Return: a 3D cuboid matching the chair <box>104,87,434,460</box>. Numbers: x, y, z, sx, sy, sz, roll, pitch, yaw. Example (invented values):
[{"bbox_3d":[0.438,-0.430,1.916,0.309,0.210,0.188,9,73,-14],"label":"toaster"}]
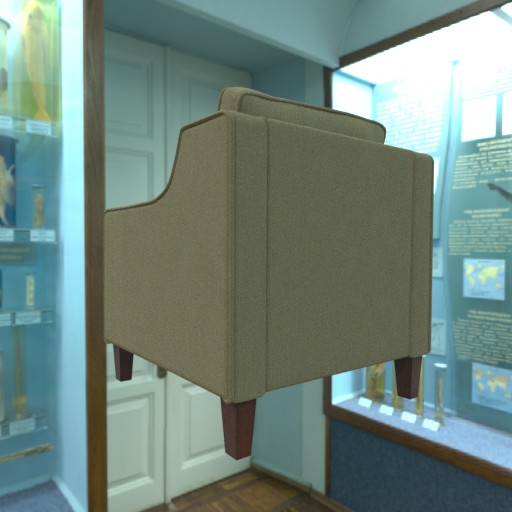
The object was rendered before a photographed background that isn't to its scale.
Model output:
[{"bbox_3d":[0.000,0.000,1.614,0.831,0.960,0.909,-1,1,-37],"label":"chair"}]
